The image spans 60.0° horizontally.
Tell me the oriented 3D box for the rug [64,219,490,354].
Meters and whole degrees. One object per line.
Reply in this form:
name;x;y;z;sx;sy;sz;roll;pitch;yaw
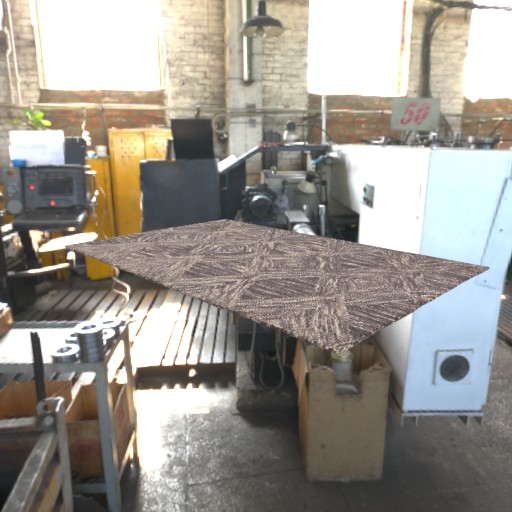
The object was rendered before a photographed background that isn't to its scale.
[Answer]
rug;0.000;0.000;2.220;1.814;0.012;1.186;14;20;43
